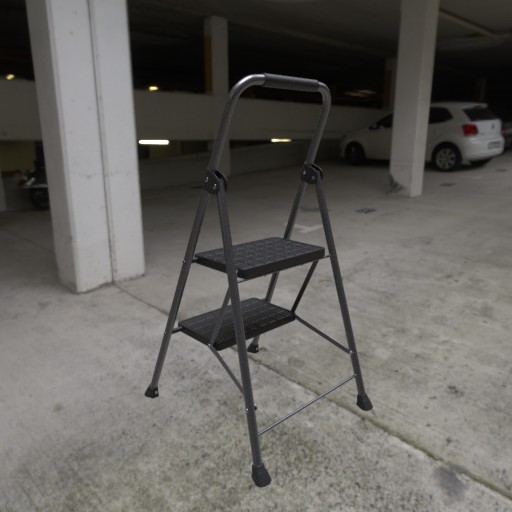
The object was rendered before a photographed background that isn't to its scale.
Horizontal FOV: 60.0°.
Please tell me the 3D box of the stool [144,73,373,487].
[{"bbox_3d":[0.000,0.000,1.181,0.450,0.872,0.514,-14,20,-41],"label":"stool"}]
